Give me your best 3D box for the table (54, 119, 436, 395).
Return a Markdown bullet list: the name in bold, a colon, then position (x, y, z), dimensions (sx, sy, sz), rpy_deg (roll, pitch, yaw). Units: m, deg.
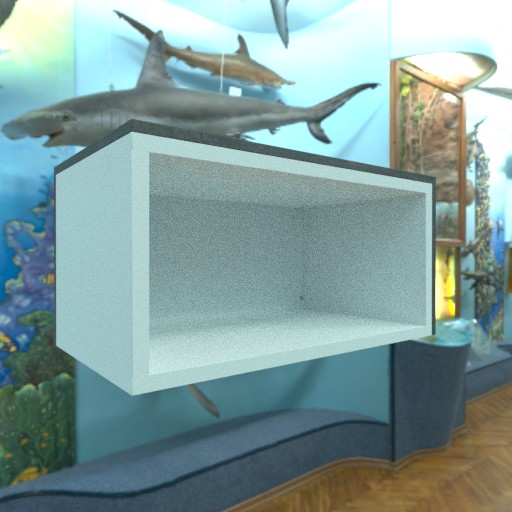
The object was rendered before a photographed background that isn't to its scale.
- **table**: position (0.000, 0.000, 0.930), dimensions (0.700, 0.350, 0.400), rpy_deg (0, 0, -37)
